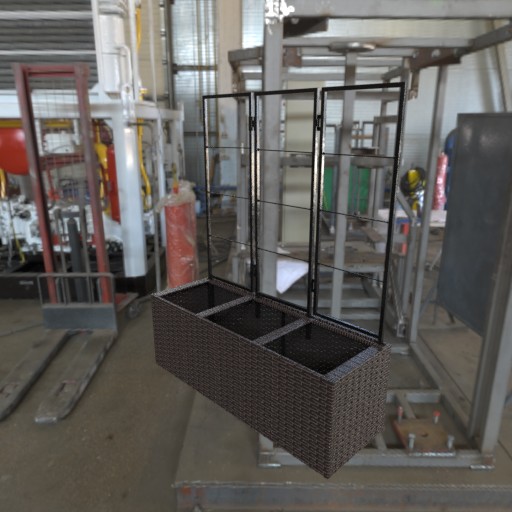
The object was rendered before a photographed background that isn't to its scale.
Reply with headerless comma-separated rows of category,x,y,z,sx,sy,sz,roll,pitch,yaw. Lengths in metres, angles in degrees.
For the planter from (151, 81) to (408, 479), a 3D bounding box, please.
planter,0.000,0.000,1.182,0.244,0.841,0.699,-16,23,-42
